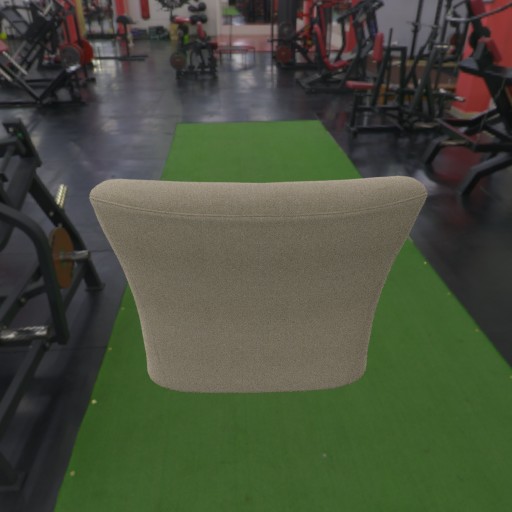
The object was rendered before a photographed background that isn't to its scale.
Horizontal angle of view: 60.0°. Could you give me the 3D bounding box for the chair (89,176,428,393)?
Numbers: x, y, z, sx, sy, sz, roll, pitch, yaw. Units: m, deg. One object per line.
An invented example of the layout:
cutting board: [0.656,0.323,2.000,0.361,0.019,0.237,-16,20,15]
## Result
chair: [0.000,0.000,1.577,0.864,0.856,0.923,-1,30,-1]
